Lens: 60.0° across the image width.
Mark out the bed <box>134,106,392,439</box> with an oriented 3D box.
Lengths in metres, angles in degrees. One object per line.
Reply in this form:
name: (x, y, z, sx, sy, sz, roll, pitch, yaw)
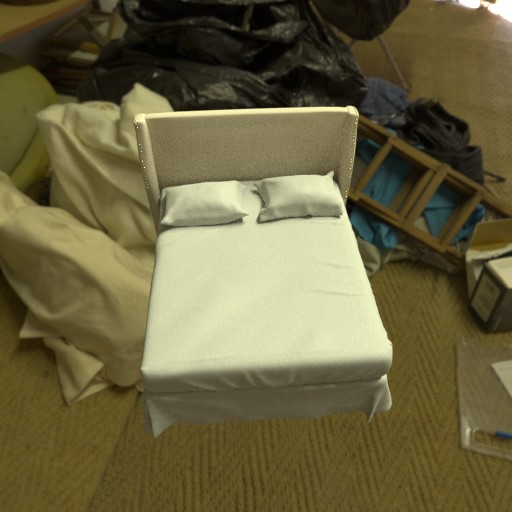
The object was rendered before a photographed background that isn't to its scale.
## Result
bed: (0.000, 0.000, 3.517, 1.925, 1.332, 2.276, -3, 47, -3)
